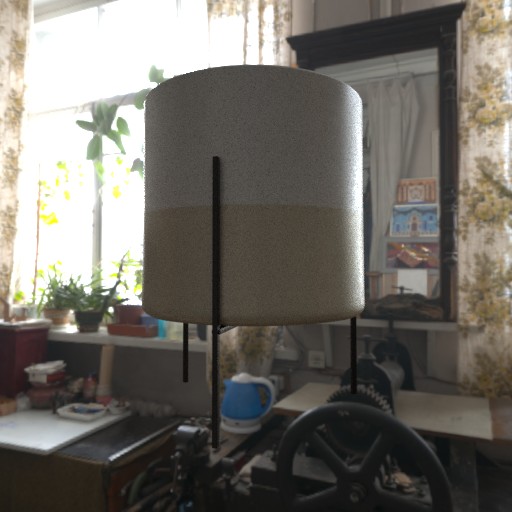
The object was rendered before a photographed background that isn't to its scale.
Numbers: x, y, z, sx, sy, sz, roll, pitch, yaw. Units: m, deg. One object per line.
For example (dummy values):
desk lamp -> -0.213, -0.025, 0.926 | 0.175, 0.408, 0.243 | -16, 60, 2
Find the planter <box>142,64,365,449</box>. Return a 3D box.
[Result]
planter -> 0.000, 0.000, 0.738 | 0.368, 0.484, 0.359 | 0, -1, -16
